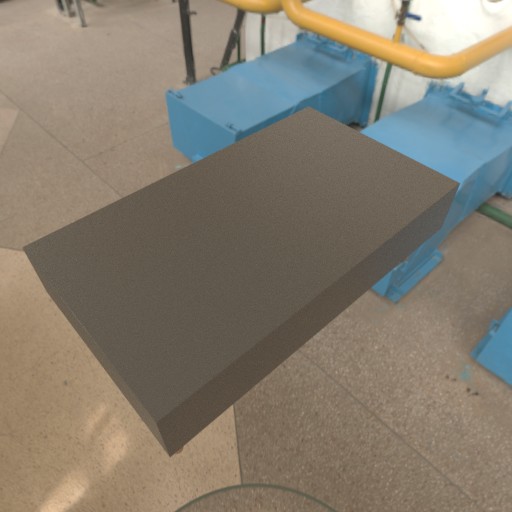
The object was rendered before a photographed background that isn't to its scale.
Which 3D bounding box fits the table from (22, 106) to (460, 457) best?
[{"bbox_3d":[0.000,0.000,1.524,1.201,0.404,0.703,-34,55,-27],"label":"table"}]
